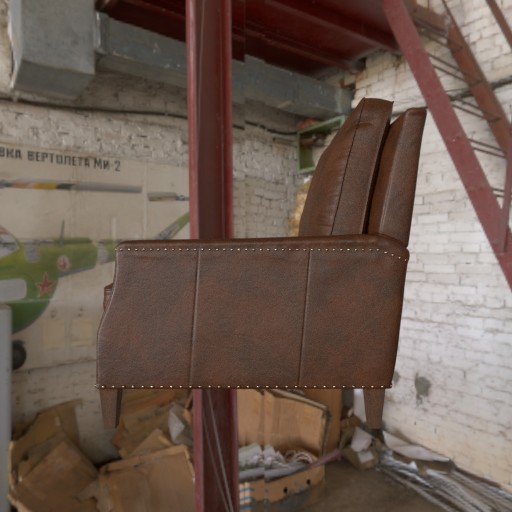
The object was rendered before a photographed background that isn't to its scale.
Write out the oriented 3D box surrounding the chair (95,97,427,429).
[{"bbox_3d":[0.000,0.000,1.752,1.035,1.054,0.854,0,0,0],"label":"chair"}]
